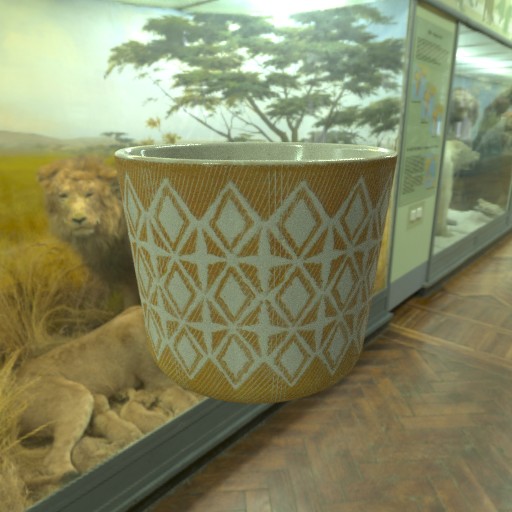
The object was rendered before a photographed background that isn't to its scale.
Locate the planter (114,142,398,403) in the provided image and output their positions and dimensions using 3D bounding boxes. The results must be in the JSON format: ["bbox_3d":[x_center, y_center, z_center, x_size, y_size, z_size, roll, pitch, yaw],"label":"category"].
[{"bbox_3d":[0.000,0.000,0.222,0.126,0.104,0.126,0,17,0],"label":"planter"}]
